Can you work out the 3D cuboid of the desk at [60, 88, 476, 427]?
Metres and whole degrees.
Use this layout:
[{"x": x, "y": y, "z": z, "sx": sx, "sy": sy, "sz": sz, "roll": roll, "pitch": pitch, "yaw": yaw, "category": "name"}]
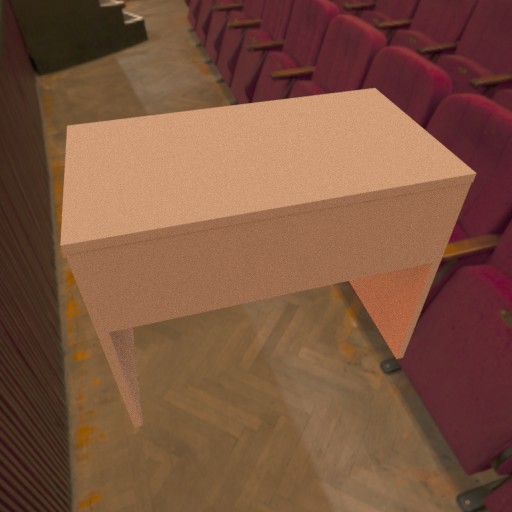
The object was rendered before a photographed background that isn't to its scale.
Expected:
[{"x": 0.000, "y": 0.000, "z": 1.339, "sx": 0.900, "sy": 0.729, "sz": 0.498, "roll": -11, "pitch": 44, "yaw": -12, "category": "desk"}]
